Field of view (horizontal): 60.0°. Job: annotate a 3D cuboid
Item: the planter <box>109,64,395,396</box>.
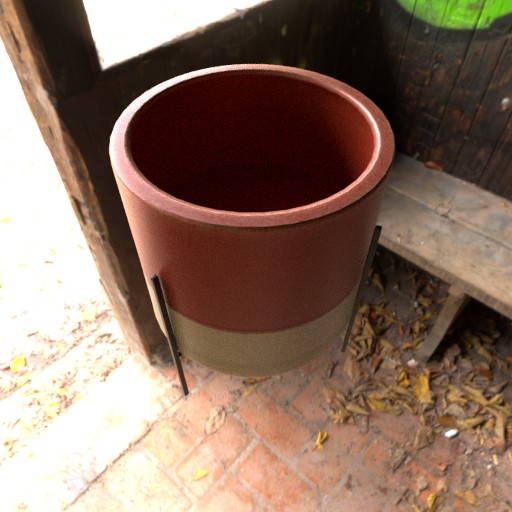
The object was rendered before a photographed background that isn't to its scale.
[{"bbox_3d":[0.000,0.000,0.711,0.354,0.465,0.345,10,49,9],"label":"planter"}]
